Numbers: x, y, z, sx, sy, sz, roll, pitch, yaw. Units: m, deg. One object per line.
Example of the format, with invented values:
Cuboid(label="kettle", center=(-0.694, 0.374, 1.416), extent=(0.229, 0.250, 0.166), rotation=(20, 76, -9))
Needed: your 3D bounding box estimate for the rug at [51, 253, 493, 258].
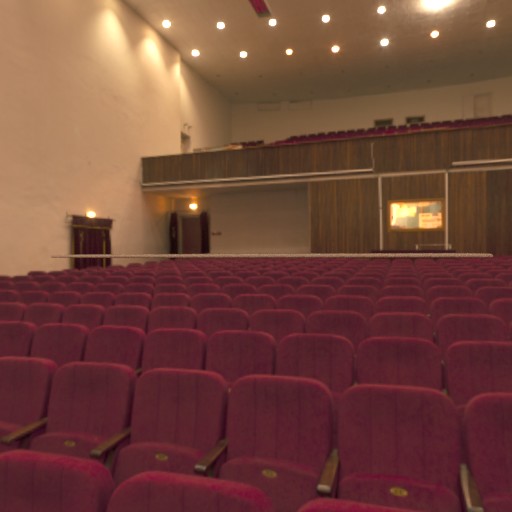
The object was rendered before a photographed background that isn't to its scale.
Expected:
Cuboid(label="rug", center=(0.000, 0.000, 2.514), extent=(2.297, 0.019, 0.659), rotation=(0, 0, 18))
